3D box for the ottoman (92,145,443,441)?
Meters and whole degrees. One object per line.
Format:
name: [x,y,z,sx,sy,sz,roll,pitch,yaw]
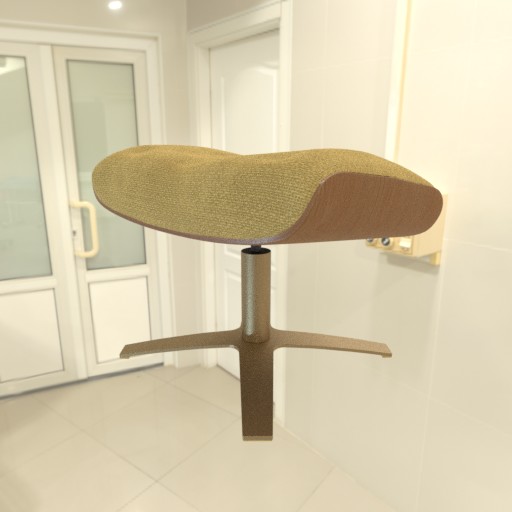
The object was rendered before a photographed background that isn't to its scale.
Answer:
ottoman: [0.000,0.000,0.809,0.520,0.391,0.394,14,21,43]
